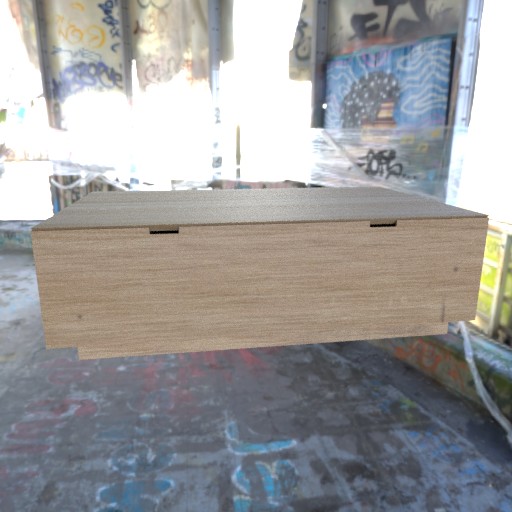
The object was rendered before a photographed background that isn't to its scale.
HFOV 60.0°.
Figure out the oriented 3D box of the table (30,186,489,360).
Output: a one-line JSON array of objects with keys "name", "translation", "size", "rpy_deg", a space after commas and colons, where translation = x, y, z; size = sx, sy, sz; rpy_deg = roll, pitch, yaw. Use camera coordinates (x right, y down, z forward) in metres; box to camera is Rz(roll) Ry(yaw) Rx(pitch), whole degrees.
[{"name": "table", "translation": [0.000, 0.000, 1.425], "size": [1.110, 0.353, 0.678], "rpy_deg": [-2, 15, -8]}]
